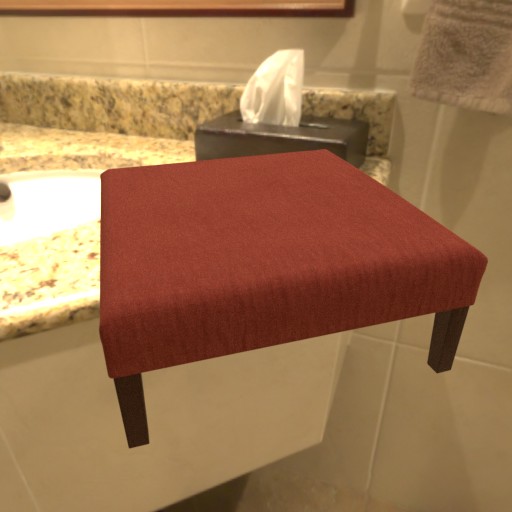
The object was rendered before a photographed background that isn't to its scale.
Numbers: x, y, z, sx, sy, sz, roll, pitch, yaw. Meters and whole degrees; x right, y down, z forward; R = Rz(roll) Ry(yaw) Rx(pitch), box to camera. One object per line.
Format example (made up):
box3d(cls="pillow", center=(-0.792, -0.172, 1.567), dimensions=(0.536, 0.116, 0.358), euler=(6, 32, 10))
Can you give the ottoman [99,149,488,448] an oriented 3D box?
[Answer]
box3d(cls="ottoman", center=(0.000, 0.000, 1.384), dimensions=(0.889, 0.411, 0.890), euler=(-9, 31, -14))
